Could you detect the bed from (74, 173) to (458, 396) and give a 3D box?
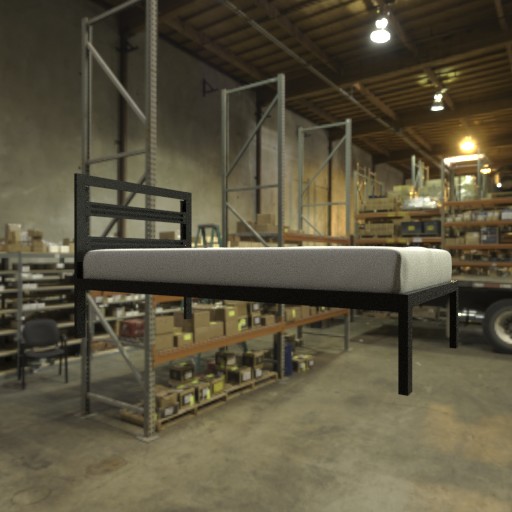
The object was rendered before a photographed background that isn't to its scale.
[{"bbox_3d":[0.000,0.000,2.485,1.930,0.967,0.991,0,0,34],"label":"bed"}]
